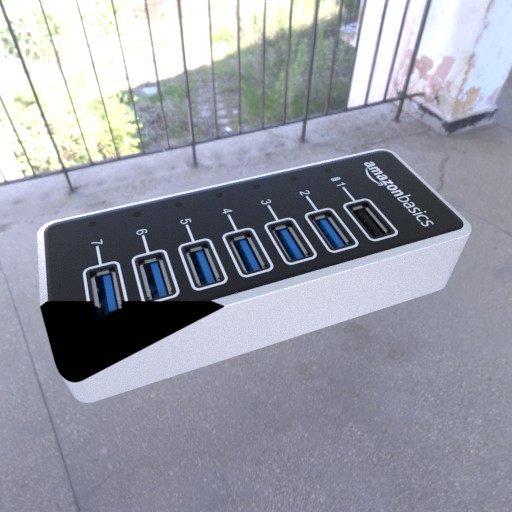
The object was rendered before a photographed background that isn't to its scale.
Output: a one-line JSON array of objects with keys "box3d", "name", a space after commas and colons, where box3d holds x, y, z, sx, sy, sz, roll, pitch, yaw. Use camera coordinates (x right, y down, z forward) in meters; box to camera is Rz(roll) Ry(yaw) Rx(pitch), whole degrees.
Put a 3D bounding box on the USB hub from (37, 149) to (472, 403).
[{"box3d": [0.000, 0.000, 0.126, 0.110, 0.023, 0.044, -15, 48, -14], "name": "USB hub"}]
